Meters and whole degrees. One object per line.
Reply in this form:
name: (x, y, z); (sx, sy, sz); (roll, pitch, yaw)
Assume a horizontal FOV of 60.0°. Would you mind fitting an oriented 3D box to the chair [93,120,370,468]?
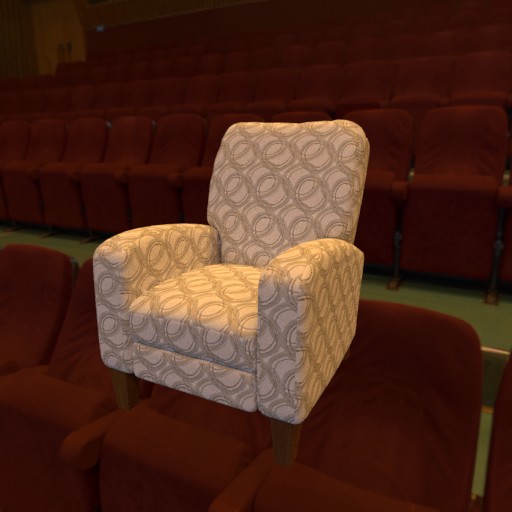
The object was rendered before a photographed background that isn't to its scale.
chair: (0.000, 0.000, 1.792); (0.796, 1.065, 0.995); (8, 17, 26)
